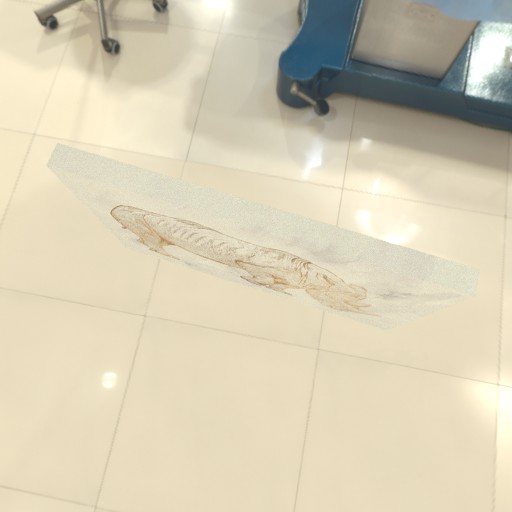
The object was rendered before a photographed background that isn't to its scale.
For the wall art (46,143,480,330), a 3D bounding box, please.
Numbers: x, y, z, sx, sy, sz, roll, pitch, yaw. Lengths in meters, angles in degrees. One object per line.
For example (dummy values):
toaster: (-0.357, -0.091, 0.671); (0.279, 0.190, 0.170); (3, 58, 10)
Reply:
wall art: (0.000, 0.000, 0.800); (0.609, 0.407, 0.038); (17, 75, 5)
